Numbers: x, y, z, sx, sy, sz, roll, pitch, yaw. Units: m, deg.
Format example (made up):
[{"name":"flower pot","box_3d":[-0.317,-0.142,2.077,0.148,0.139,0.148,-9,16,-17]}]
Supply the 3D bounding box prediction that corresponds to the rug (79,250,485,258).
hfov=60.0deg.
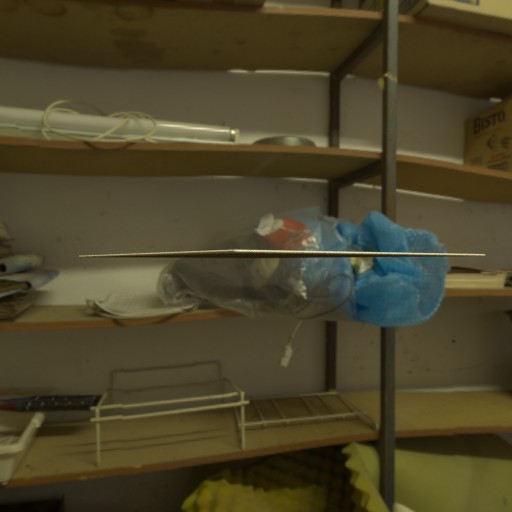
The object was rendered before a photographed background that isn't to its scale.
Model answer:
[{"name":"rug","box_3d":[0.000,0.000,4.156,2.441,0.015,3.050,0,-1,-36]}]
